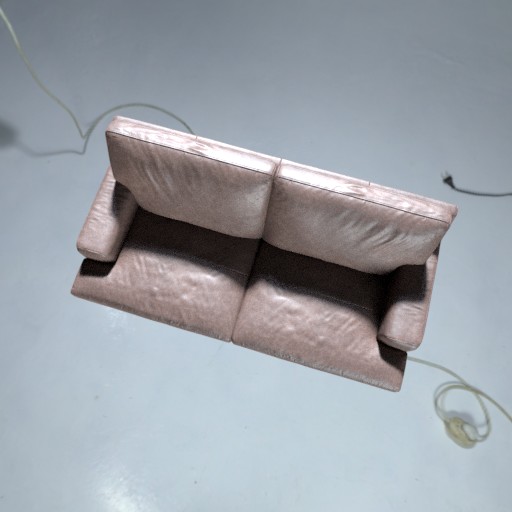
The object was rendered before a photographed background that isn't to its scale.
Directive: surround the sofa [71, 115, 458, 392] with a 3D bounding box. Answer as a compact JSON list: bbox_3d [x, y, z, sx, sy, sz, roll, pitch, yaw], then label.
[{"bbox_3d":[0.000,0.000,2.845,2.261,0.941,1.143,16,76,4],"label":"sofa"}]
